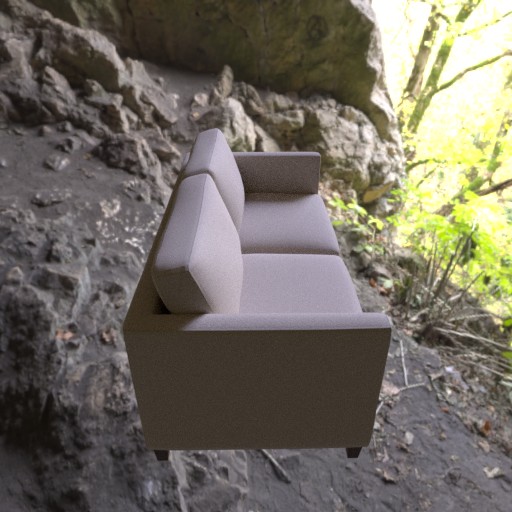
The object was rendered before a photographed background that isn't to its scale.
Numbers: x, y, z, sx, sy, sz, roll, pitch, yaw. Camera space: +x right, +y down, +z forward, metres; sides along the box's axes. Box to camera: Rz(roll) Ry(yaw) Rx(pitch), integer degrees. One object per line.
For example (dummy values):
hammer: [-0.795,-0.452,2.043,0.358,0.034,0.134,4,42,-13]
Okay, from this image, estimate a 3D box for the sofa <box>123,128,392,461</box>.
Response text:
sofa: [0.000,0.000,2.203,0.873,0.888,1.722,0,31,-1]
